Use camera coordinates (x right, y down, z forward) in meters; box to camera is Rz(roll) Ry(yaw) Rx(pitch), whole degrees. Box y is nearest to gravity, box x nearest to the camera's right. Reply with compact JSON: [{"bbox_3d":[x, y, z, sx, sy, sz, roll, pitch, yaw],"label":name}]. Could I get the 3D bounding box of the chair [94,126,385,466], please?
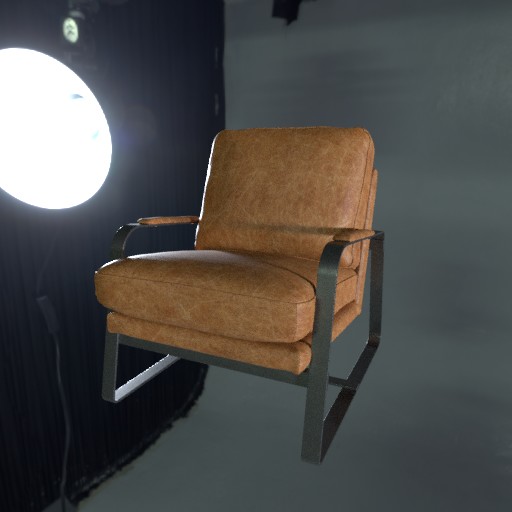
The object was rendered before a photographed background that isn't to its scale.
[{"bbox_3d":[0.000,0.000,1.349,0.651,0.777,0.801,6,15,25],"label":"chair"}]
